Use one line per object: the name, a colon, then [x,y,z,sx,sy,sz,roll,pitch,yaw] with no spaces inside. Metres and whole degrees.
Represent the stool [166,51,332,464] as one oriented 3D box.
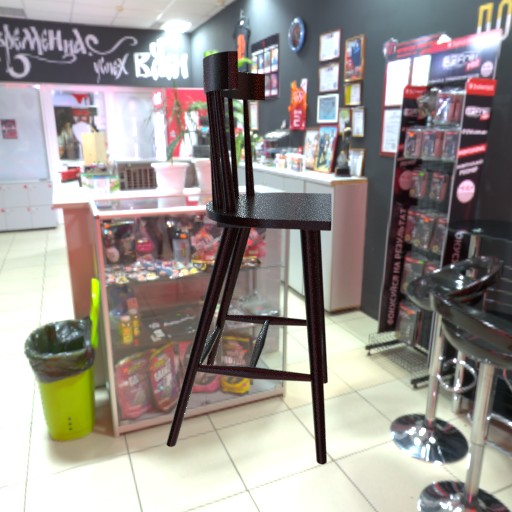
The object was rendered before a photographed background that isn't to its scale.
stool: [0.000,0.000,1.365,0.483,1.092,0.482,3,16,9]
